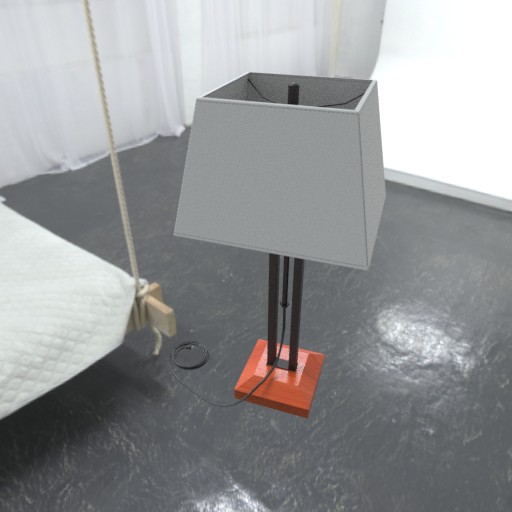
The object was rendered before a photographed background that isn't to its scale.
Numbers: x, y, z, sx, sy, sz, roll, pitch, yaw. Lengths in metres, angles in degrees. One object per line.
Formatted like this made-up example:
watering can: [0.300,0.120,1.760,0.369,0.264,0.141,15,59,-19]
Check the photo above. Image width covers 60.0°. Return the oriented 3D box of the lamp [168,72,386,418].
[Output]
lamp: [0.000,0.000,0.980,0.498,0.737,0.310,11,34,16]
